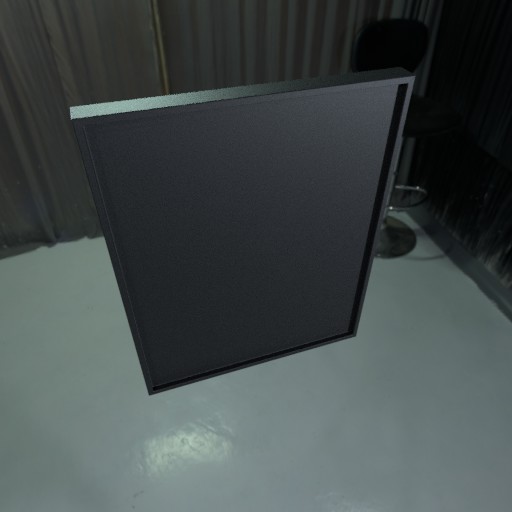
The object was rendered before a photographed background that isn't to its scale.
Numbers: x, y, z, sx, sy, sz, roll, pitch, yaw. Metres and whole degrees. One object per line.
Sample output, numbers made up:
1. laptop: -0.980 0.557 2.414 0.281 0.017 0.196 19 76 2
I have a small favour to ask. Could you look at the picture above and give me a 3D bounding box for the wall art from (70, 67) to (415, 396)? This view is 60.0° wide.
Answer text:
1. wall art: 0.000 0.000 0.744 0.449 0.555 0.039 -13 42 -14
